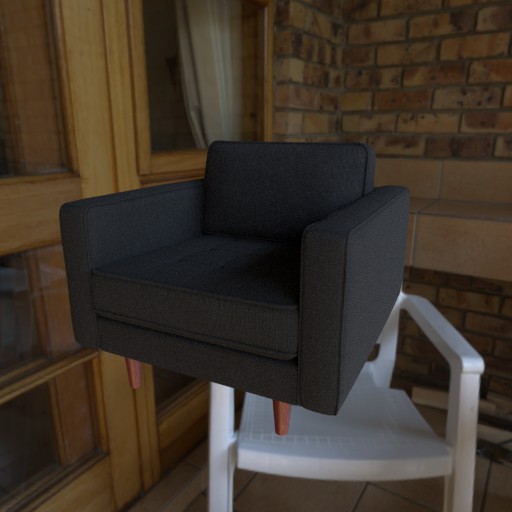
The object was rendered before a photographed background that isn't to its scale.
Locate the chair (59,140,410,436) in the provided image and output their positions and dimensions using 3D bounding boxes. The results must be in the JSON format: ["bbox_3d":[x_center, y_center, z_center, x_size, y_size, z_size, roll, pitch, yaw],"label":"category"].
[{"bbox_3d":[0.000,0.000,1.551,0.899,0.770,0.919,8,18,25],"label":"chair"}]
